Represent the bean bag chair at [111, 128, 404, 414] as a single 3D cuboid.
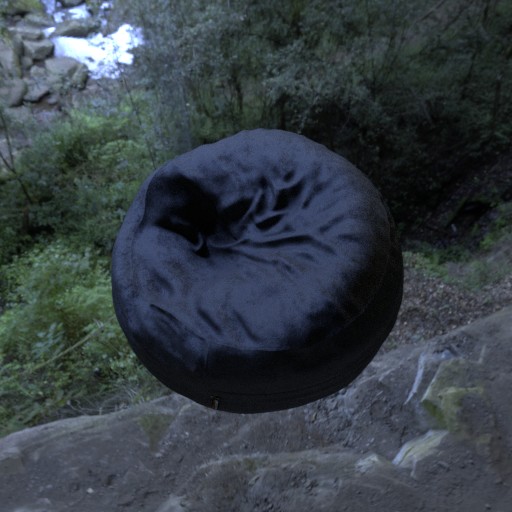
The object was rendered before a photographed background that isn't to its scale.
[{"bbox_3d":[0.000,0.000,2.337,1.525,0.751,1.525,0,57,0],"label":"bean bag chair"}]
